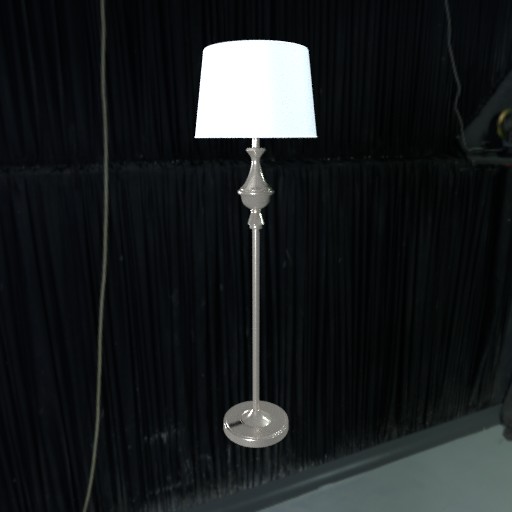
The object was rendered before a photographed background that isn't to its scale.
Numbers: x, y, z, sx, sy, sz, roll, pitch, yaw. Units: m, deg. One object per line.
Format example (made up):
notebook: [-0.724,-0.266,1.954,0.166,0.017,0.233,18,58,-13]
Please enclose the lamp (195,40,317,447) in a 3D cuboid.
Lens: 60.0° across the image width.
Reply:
lamp: [0.000,0.000,1.685,0.431,1.488,0.431,0,15,0]
